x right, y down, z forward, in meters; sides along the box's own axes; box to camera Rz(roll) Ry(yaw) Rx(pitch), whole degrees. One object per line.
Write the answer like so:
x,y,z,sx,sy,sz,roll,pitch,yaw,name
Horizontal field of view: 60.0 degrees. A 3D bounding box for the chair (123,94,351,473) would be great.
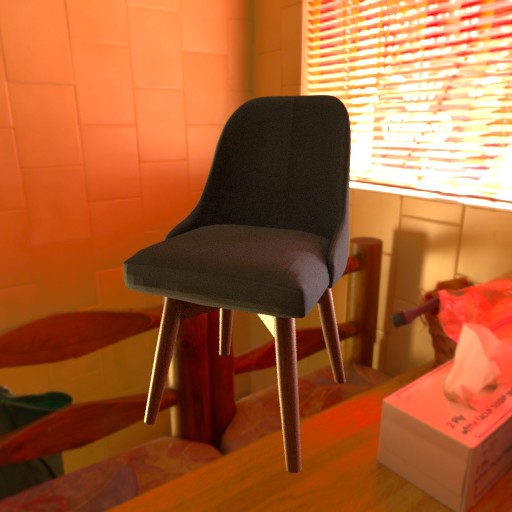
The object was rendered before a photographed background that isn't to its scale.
0.000,0.000,1.240,0.503,0.882,0.589,7,17,24,chair
